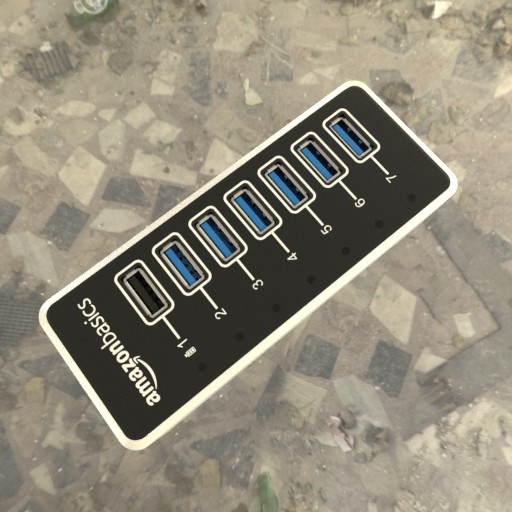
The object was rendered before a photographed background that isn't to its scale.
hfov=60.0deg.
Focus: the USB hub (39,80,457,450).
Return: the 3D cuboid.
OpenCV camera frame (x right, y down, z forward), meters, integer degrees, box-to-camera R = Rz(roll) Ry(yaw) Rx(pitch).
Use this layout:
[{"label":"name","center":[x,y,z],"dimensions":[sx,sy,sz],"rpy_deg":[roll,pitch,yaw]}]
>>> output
[{"label":"USB hub","center":[0.000,0.000,0.126],"dimensions":[0.110,0.023,0.044],"rpy_deg":[-38,79,-9]}]
